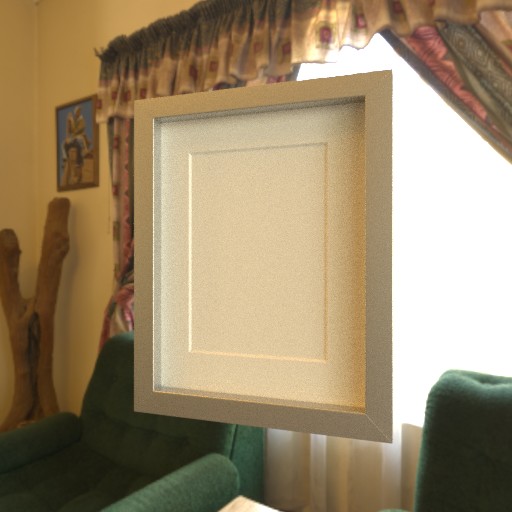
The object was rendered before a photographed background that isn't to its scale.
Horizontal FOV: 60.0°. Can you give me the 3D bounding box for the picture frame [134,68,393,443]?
[{"bbox_3d":[0.000,0.000,0.520,0.307,0.386,0.036,0,0,18],"label":"picture frame"}]
